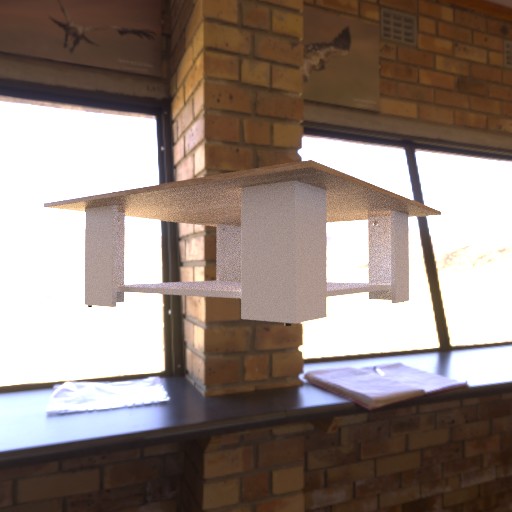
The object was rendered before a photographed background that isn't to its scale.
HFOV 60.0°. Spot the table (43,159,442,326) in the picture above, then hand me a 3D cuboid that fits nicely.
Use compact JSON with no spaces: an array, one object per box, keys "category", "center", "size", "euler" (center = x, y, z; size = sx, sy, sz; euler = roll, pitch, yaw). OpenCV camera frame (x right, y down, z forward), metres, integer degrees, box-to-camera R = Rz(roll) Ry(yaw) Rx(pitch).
[{"category":"table","center":[0.000,0.000,1.385],"size":[0.890,0.305,0.890],"euler":[-1,-2,36]}]
